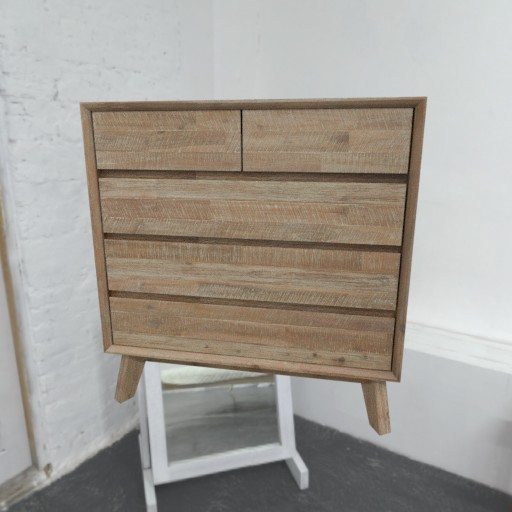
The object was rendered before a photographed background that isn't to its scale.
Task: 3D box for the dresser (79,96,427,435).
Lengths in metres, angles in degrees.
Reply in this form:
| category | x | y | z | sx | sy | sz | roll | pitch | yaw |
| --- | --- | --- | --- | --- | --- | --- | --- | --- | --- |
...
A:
| category | x | y | z | sx | sy | sz | roll | pitch | yaw |
| --- | --- | --- | --- | --- | --- | --- | --- | --- | --- |
| dresser | 0.000 | 0.000 | 1.592 | 0.998 | 1.029 | 0.455 | 3 | 15 | 11 |
